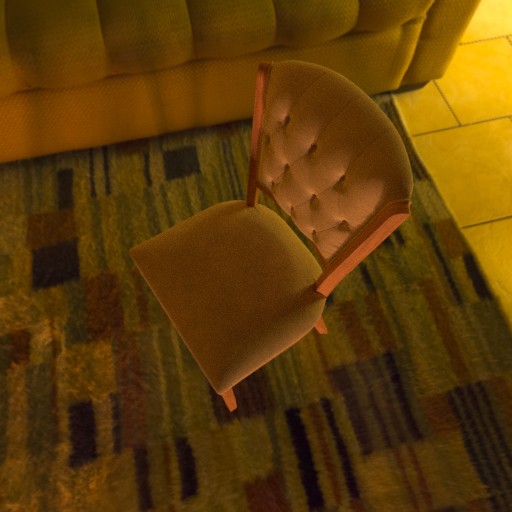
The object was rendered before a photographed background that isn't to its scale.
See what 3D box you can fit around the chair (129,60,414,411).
[{"bbox_3d":[0.000,0.000,1.256,0.584,0.905,0.513,-32,68,-14],"label":"chair"}]
